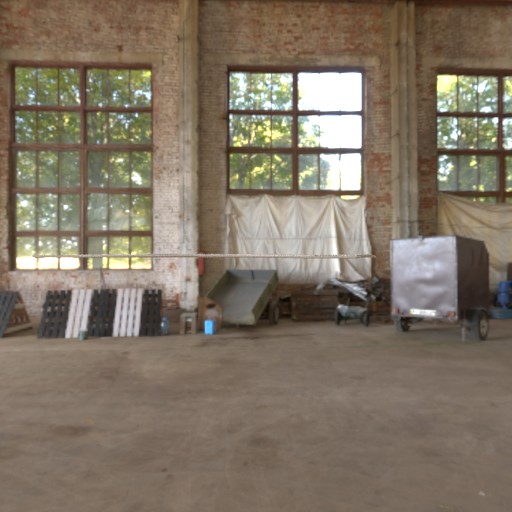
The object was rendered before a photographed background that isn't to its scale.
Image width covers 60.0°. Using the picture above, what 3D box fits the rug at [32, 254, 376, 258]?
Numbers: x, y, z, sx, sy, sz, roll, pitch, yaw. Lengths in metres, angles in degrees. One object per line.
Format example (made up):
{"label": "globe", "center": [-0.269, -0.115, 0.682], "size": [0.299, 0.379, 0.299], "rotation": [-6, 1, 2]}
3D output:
{"label": "rug", "center": [0.000, 0.000, 2.308], "size": [1.162, 0.022, 1.804], "rotation": [0, 0, 17]}
